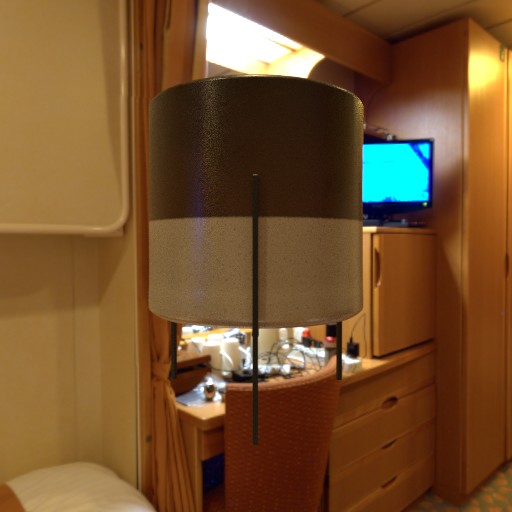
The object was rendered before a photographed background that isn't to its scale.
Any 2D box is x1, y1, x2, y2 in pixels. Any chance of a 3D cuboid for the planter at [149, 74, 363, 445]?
[{"bbox_3d":[0.000,0.000,0.725,0.345,0.465,0.354,0,2,0],"label":"planter"}]
